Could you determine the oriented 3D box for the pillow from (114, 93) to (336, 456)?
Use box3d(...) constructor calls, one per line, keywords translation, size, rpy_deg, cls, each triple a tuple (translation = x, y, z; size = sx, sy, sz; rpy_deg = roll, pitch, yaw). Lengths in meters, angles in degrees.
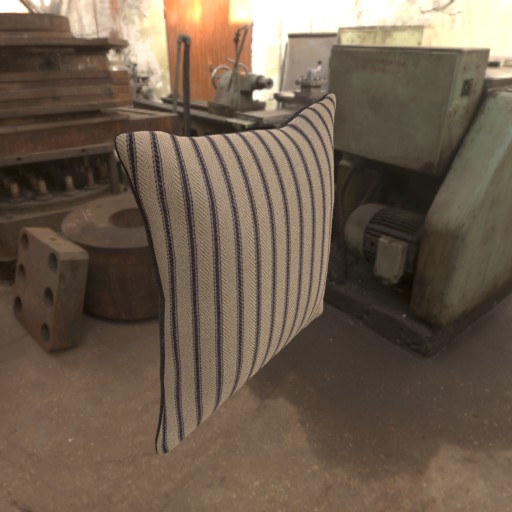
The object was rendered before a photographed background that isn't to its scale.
box3d(translation=(0.000, 0.000, 0.691), size=(0.138, 0.444, 0.468), rpy_deg=(17, 31, 32), cls="pillow")
